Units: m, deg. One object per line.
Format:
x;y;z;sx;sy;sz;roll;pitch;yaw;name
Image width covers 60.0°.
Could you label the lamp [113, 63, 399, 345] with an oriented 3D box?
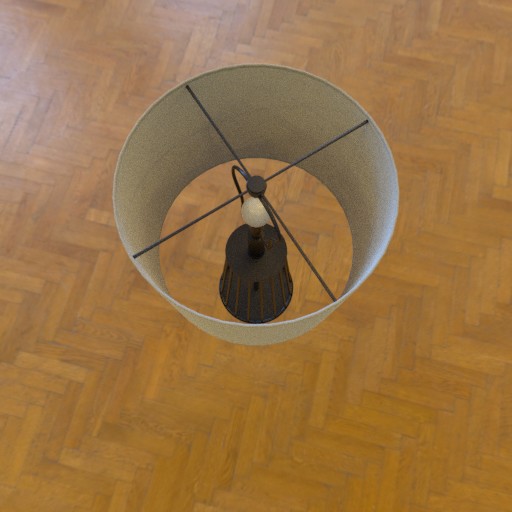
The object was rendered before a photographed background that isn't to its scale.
0.000;0.000;0.783;0.322;0.593;0.322;-31;76;-8;lamp
